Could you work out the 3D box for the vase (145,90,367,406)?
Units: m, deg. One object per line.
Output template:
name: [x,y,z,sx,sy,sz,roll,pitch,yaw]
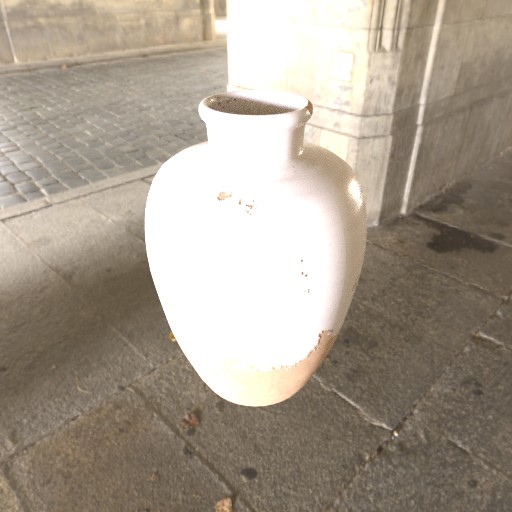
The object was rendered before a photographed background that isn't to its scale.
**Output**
vase: [0.000,0.000,0.337,0.158,0.228,0.158,0,32,0]
